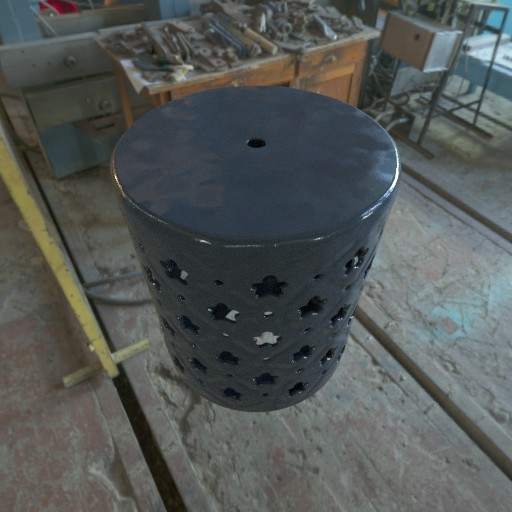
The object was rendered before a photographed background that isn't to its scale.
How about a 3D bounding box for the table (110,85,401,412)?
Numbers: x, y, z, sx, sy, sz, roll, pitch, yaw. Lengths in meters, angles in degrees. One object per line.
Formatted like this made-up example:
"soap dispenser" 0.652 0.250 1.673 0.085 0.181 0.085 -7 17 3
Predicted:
"table" 0.000 0.000 0.673 0.352 0.387 0.352 0 45 0
